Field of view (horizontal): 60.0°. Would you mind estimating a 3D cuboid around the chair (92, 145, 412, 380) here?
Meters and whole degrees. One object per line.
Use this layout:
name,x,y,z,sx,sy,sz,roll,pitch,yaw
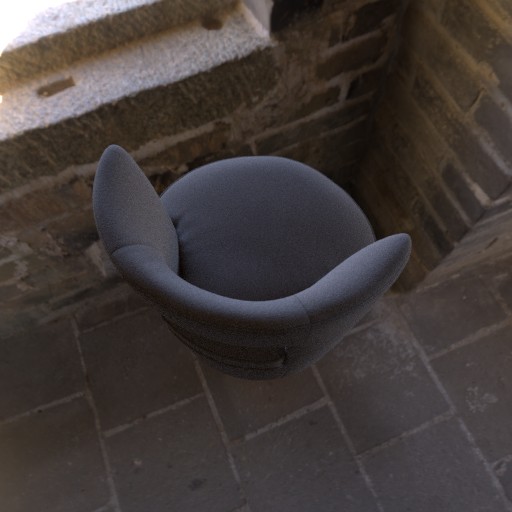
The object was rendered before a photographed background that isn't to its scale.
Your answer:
chair,0.000,0.000,1.248,0.689,0.719,0.660,18,65,9
